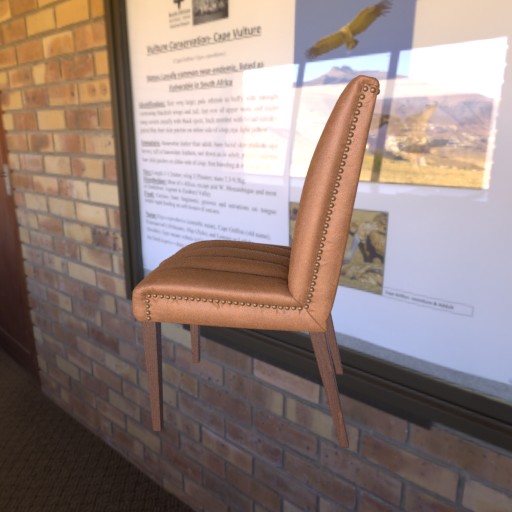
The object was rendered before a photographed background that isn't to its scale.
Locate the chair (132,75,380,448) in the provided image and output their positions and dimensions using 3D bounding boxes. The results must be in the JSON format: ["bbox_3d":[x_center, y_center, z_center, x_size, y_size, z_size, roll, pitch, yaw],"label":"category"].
[{"bbox_3d":[0.000,0.000,1.403,0.647,1.016,0.511,2,15,8],"label":"chair"}]
